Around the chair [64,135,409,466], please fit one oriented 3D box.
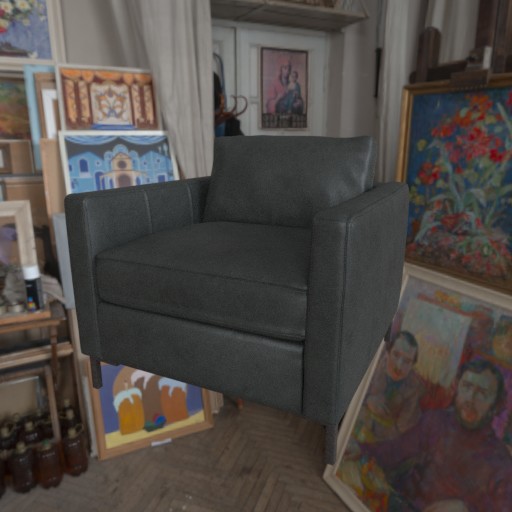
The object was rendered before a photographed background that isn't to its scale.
[{"bbox_3d":[0.000,0.000,1.484,0.967,0.824,0.861,7,16,25],"label":"chair"}]
